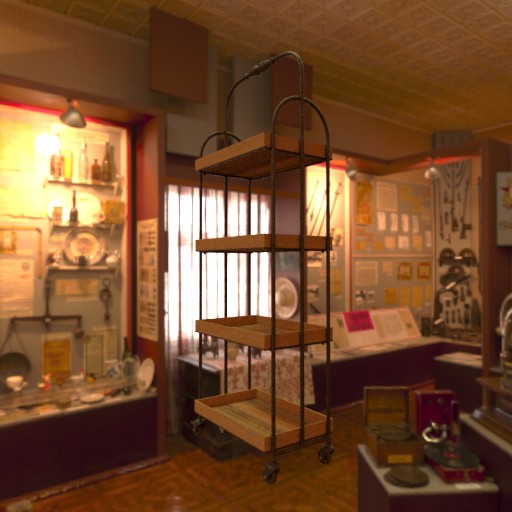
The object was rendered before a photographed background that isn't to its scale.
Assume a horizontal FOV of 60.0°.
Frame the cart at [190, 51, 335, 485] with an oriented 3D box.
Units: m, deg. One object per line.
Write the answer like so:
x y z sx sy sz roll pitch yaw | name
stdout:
0.000 0.000 1.722 0.308 1.481 0.581 1 -1 -35 | cart
